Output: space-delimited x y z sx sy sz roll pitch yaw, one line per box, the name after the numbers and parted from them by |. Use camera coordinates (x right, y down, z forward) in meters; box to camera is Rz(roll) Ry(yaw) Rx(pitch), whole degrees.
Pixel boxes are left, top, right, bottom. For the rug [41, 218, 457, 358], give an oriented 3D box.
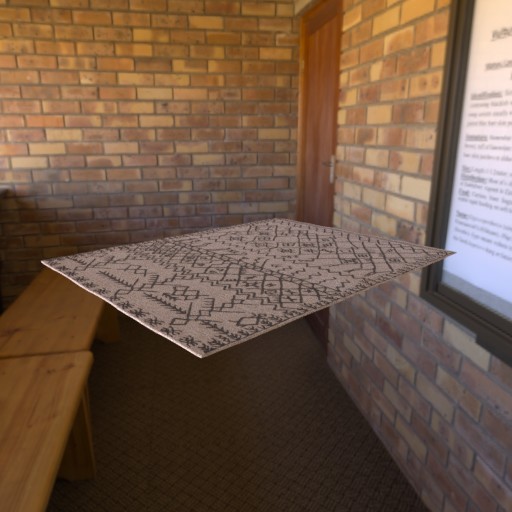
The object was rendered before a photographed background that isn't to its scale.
0.000 0.000 3.316 2.455 0.025 1.964 -14 21 -41 | rug
